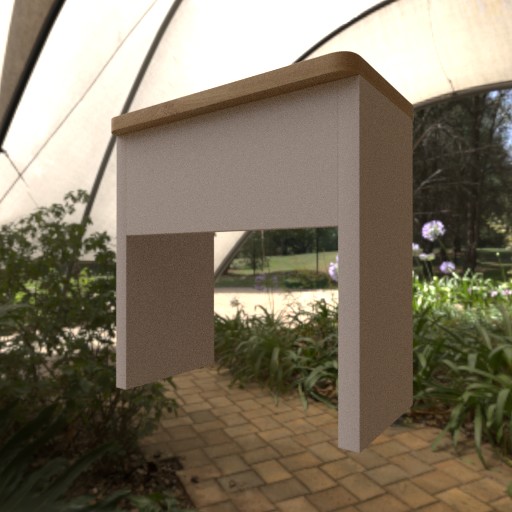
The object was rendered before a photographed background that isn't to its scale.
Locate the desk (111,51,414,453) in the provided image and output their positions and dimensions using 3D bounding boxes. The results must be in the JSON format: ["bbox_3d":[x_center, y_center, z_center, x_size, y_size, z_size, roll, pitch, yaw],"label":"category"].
[{"bbox_3d":[0.000,0.000,1.238,0.760,0.790,0.440,0,0,36],"label":"desk"}]
